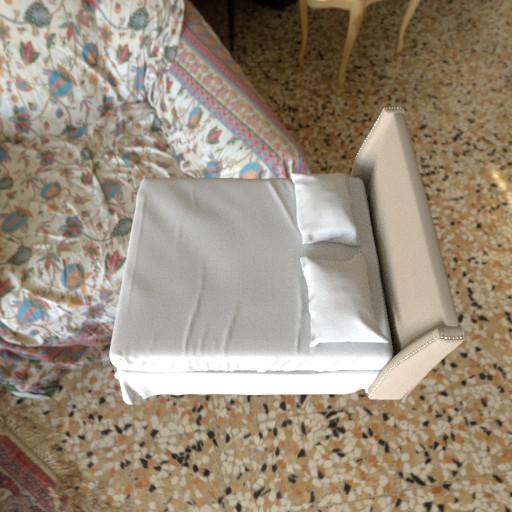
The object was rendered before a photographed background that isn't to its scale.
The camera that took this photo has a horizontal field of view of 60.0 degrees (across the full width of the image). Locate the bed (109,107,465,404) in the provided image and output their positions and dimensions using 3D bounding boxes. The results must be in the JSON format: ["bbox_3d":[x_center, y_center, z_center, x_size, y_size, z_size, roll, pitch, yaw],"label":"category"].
[{"bbox_3d":[0.000,0.000,3.426,2.276,1.332,1.925,0,57,0],"label":"bed"}]
